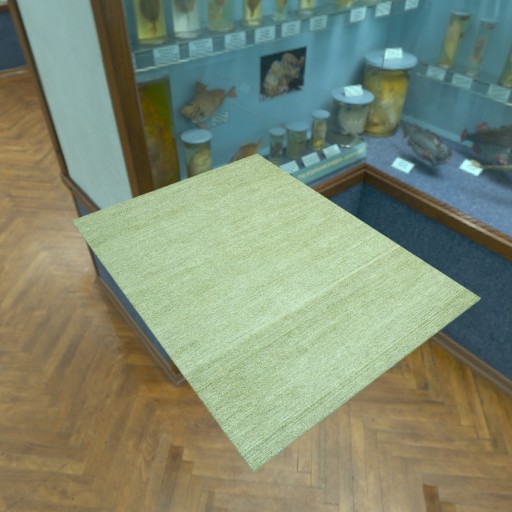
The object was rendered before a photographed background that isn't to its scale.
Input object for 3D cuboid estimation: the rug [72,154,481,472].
[{"bbox_3d":[0.000,0.000,4.213,2.425,0.016,3.198,-26,47,-27],"label":"rug"}]
